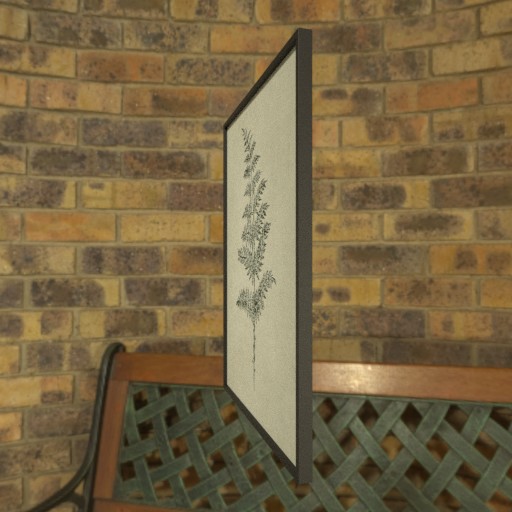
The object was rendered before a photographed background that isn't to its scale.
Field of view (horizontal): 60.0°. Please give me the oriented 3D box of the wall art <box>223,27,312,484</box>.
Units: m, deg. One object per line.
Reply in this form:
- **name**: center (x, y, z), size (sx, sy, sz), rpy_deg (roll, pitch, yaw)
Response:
- **wall art**: center (0.000, 0.000, 1.426), size (0.036, 1.070, 0.802), rpy_deg (0, 0, -17)
